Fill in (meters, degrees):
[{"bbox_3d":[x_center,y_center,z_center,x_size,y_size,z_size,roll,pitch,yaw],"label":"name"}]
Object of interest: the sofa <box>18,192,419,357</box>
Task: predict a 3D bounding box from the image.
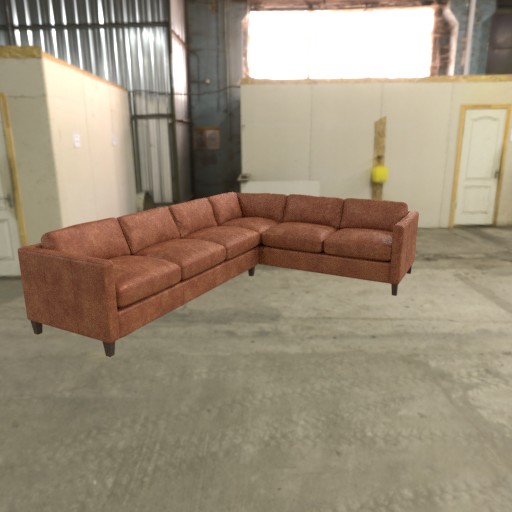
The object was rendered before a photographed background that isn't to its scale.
[{"bbox_3d":[0.000,0.000,4.193,2.438,0.838,3.167,8,17,27],"label":"sofa"}]
